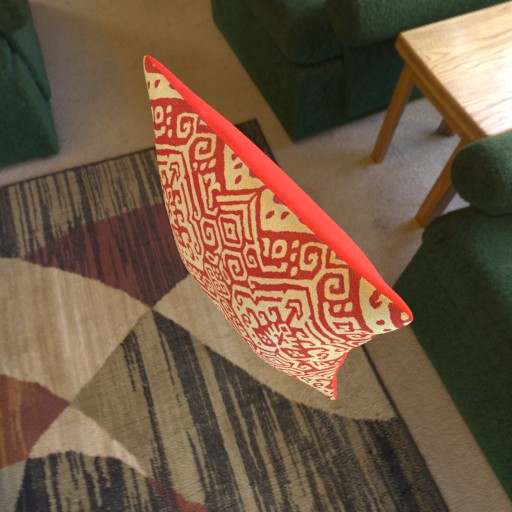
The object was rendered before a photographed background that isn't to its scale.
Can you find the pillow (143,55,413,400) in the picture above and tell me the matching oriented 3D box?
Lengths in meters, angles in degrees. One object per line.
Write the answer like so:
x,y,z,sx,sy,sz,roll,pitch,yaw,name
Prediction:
0.000,0.000,0.774,0.192,0.507,0.522,-35,68,-17,pillow
